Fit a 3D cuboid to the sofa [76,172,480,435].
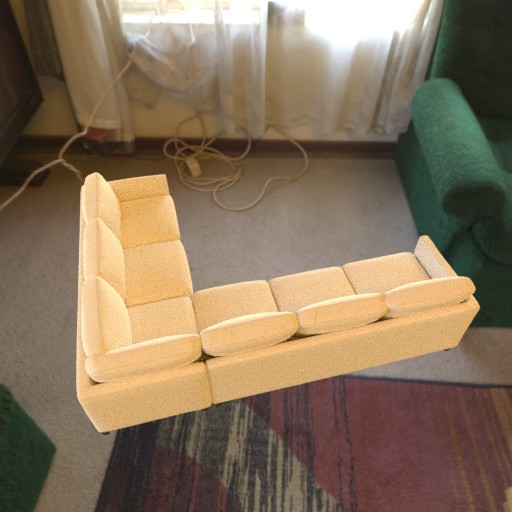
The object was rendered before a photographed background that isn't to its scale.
[{"bbox_3d":[0.000,0.000,4.432,3.302,0.947,2.593,-11,47,-10],"label":"sofa"}]
